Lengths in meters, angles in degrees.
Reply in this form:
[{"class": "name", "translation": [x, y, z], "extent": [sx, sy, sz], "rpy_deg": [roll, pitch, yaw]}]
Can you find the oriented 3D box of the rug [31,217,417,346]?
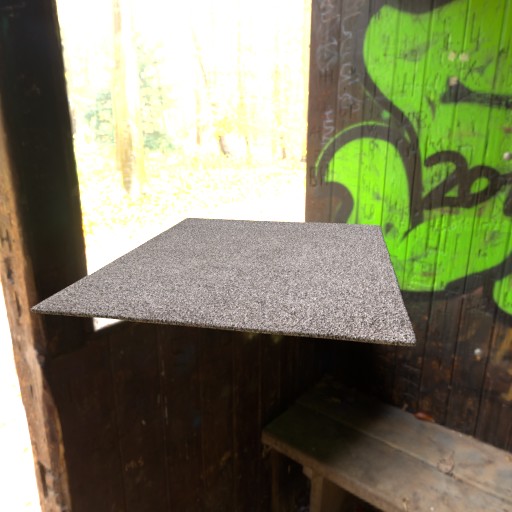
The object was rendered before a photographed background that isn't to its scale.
[{"class": "rug", "translation": [0.000, 0.000, 4.109], "extent": [2.438, 0.029, 3.047], "rpy_deg": [3, 17, 11]}]
